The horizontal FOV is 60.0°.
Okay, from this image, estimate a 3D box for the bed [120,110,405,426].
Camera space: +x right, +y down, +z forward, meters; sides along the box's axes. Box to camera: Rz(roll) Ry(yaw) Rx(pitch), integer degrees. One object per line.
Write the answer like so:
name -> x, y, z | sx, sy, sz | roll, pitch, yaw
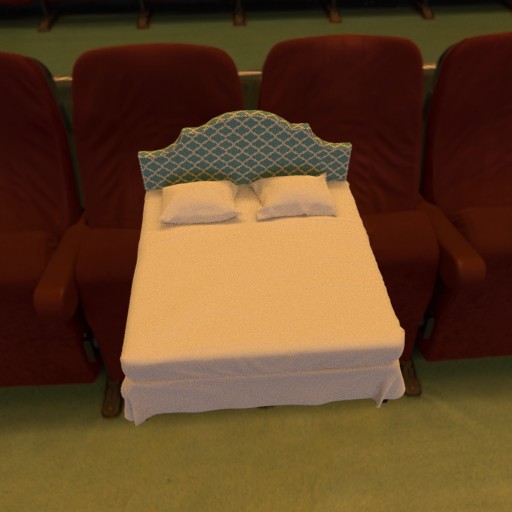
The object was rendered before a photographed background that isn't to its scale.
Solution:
bed -> 0.000, 0.000, 3.720 | 2.314, 1.601, 2.222 | -3, 46, -3
